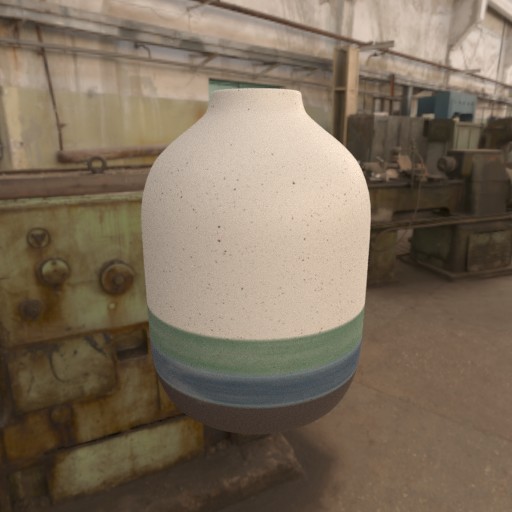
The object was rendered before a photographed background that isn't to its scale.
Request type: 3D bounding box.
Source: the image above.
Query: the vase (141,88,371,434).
[{"bbox_3d":[0.000,0.000,0.345,0.169,0.240,0.169,0,16,0],"label":"vase"}]
